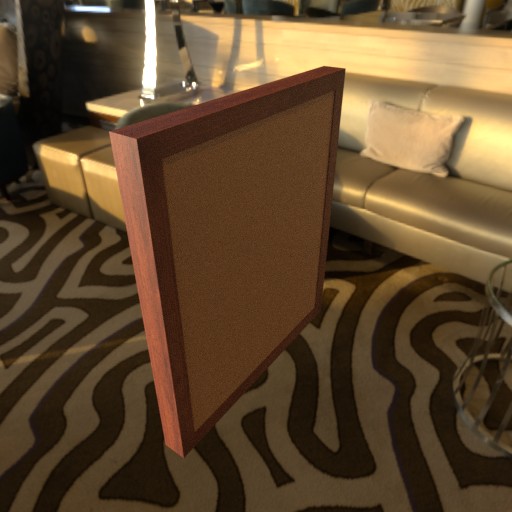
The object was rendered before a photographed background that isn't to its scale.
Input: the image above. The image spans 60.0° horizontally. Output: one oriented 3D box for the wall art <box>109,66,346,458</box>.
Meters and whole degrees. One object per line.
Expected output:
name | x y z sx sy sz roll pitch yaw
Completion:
wall art | 0.000 0.000 0.537 0.030 0.381 0.330 21 39 30
